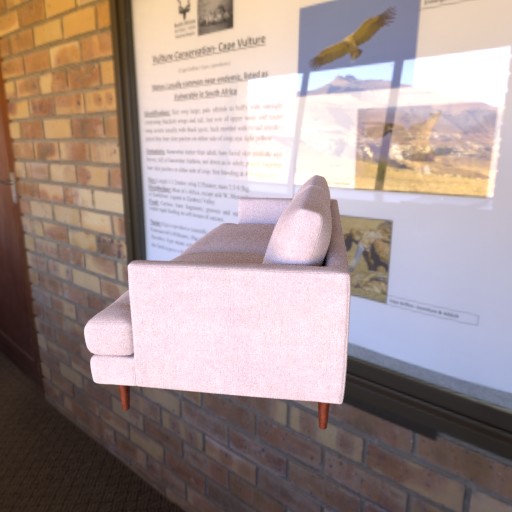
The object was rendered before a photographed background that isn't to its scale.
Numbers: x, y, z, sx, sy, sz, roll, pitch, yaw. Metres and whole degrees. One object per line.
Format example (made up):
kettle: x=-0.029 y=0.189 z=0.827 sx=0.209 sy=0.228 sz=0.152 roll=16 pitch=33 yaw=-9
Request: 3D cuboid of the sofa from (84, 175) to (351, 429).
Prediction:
sofa: x=0.000 y=0.000 z=2.717 sx=1.020 sy=0.868 sz=2.250 roll=2 pitch=14 yaw=9
